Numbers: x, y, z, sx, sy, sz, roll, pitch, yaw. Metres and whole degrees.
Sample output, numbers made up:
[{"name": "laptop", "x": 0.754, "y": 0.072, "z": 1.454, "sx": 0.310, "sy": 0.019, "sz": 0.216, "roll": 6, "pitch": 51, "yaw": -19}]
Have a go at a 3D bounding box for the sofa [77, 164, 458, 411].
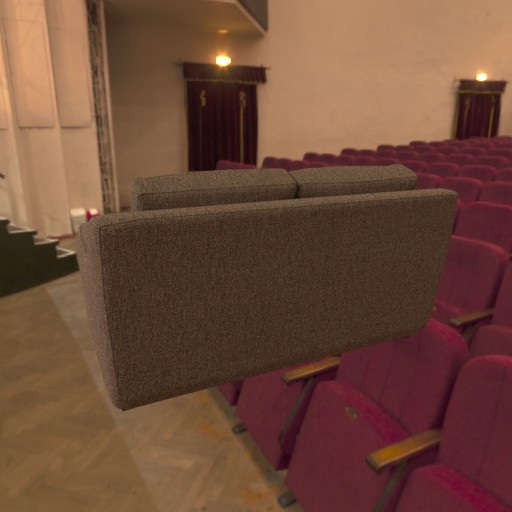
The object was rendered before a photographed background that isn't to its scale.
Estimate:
[{"name": "sofa", "x": 0.000, "y": 0.000, "z": 2.411, "sx": 1.778, "sy": 0.991, "sz": 1.120, "roll": -8, "pitch": 18, "yaw": -25}]
